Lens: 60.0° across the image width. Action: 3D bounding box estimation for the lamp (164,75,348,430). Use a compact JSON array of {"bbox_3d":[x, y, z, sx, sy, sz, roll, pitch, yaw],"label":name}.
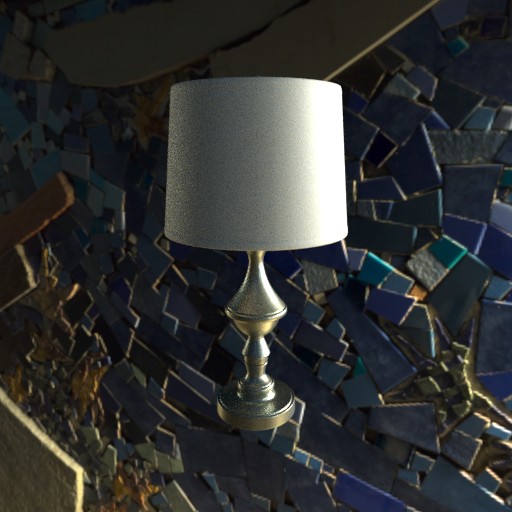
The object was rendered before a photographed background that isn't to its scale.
[{"bbox_3d":[0.000,0.000,0.960,0.383,0.733,0.383,0,14,0],"label":"lamp"}]
